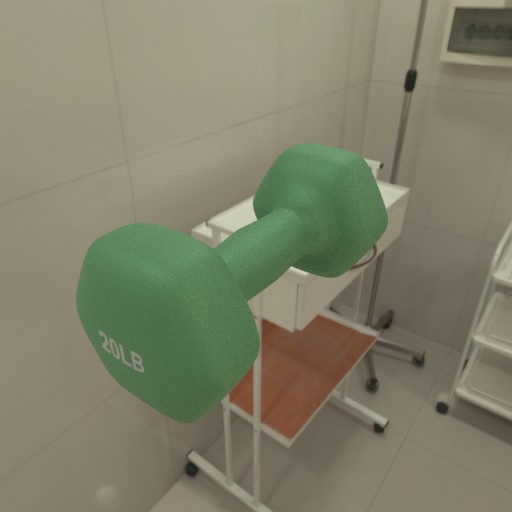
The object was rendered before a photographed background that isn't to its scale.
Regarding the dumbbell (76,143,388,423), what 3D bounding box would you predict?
[{"bbox_3d":[0.000,0.000,0.342,0.129,0.117,0.260,21,37,30],"label":"dumbbell"}]
